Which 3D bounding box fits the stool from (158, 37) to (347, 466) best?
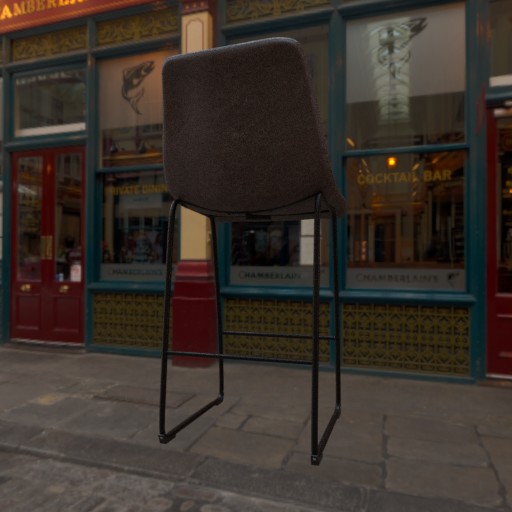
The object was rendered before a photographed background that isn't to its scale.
[{"bbox_3d":[0.000,0.000,1.385,0.514,1.082,0.561,0,-1,18],"label":"stool"}]
